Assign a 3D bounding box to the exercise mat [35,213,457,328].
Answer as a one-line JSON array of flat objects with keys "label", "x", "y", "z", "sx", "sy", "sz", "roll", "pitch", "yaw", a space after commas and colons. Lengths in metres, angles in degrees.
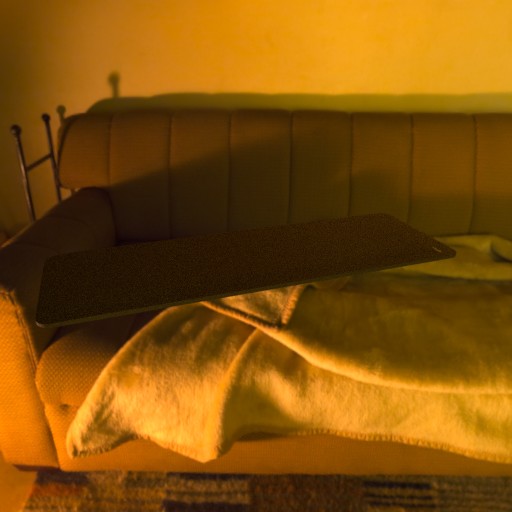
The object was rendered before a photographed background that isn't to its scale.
[{"label": "exercise mat", "x": 0.000, "y": 0.000, "z": 2.088, "sx": 1.869, "sy": 0.021, "sz": 0.616, "roll": -8, "pitch": 26, "yaw": -17}]
